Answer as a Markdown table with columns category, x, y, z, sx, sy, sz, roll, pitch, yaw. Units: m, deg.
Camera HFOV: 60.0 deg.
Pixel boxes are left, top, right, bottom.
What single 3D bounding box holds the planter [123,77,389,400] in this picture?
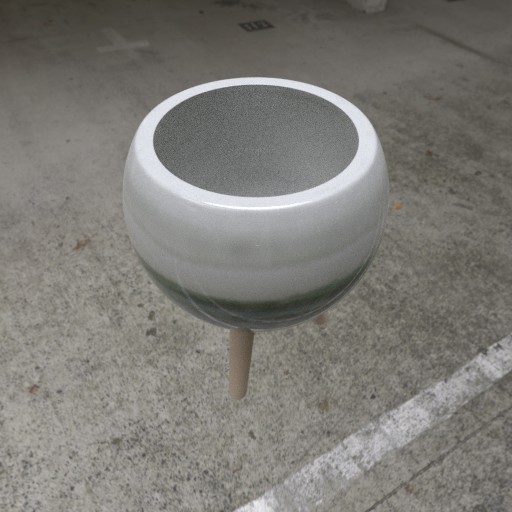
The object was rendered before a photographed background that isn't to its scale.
| category | x | y | z | sx | sy | sz | roll | pitch | yaw |
| --- | --- | --- | --- | --- | --- | --- | --- | --- | --- |
| planter | 0.000 | 0.000 | 0.436 | 0.222 | 0.278 | 0.222 | 0 | 47 | 0 |
